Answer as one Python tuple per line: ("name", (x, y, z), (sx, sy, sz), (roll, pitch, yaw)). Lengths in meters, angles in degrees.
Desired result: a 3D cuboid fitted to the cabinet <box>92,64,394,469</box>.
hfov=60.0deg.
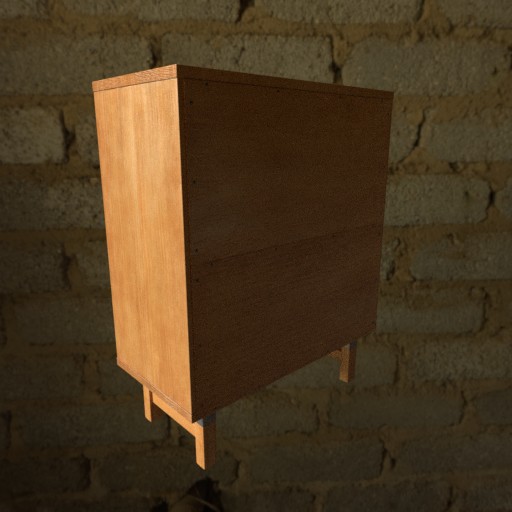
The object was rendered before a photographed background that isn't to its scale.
("cabinet", (0.000, 0.000, 1.400), (0.800, 1.001, 0.419), (-13, 20, -41))
